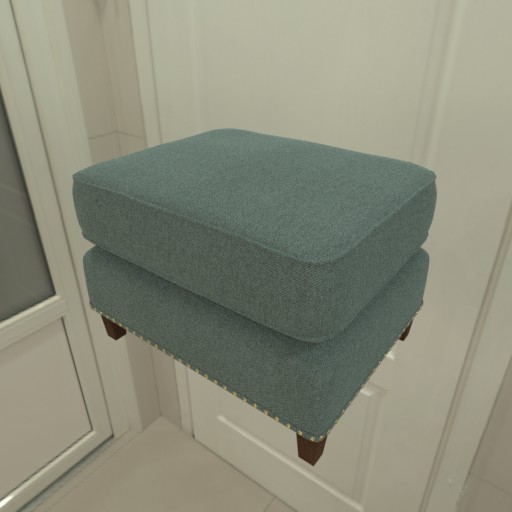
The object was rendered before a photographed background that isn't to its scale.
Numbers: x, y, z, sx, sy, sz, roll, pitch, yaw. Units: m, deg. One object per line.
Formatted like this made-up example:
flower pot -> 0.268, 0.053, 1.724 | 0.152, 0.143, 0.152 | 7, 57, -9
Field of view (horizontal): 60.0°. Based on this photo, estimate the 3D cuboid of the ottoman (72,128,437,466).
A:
ottoman -> 0.000, 0.000, 1.144 | 0.738, 0.537, 0.589 | 21, 36, 32
